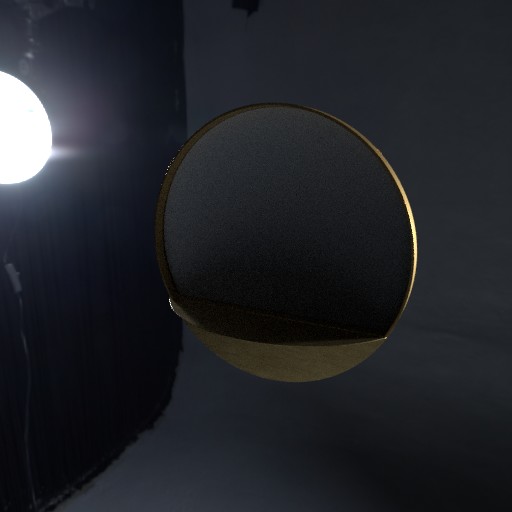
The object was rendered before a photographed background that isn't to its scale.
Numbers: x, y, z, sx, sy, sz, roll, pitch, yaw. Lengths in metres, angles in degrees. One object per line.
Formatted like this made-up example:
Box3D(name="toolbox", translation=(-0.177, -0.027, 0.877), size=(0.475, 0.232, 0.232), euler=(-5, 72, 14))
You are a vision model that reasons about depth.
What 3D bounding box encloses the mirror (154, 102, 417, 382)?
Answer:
Box3D(name="mirror", translation=(0.000, 0.000, 0.688), size=(0.457, 0.457, 0.133), euler=(7, 16, 26))
